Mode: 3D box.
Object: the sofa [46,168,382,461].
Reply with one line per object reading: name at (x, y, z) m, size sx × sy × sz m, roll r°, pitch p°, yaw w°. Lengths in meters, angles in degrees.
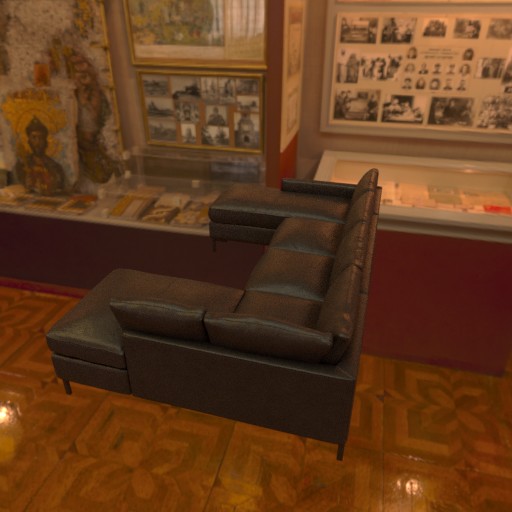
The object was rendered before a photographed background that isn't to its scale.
sofa at (0.000, 0.000, 3.804) m, size 1.939 × 0.900 × 2.956 m, roll 8°, pitch 31°, yaw 14°
